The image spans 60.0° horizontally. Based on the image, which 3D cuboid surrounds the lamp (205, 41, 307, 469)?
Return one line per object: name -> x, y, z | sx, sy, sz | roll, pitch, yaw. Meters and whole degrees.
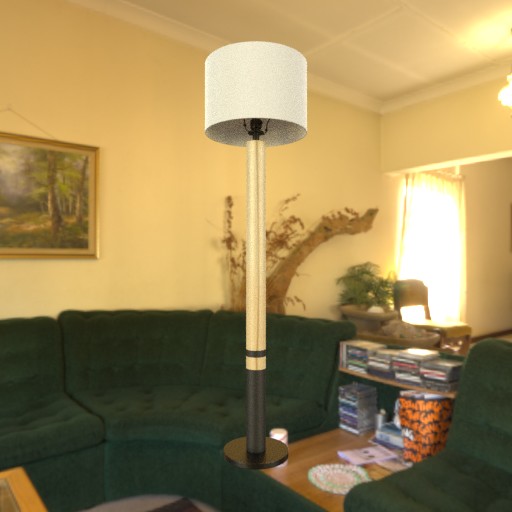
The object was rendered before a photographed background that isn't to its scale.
lamp -> 0.000, 0.000, 1.661 | 0.381, 1.478, 0.381 | 0, -1, 34
